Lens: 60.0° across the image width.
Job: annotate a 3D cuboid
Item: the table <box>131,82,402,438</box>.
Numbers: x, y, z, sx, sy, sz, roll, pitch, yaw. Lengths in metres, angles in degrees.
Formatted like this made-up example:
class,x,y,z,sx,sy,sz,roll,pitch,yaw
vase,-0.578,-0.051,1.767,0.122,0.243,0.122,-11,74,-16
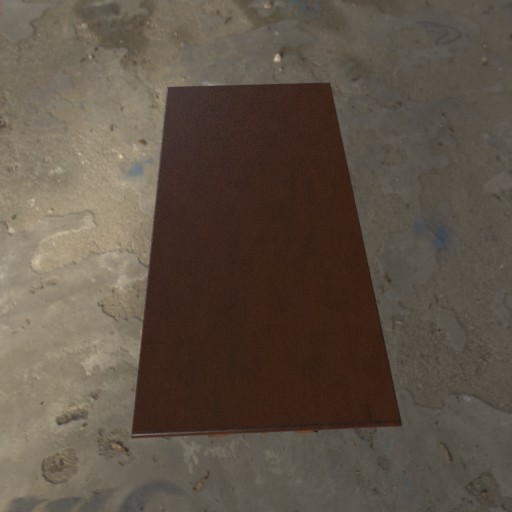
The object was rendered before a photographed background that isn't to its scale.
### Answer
class,x,y,z,sx,sy,sz,roll,pitch,yaw
table,0.000,0.000,1.479,0.594,0.459,1.197,-2,57,-1
